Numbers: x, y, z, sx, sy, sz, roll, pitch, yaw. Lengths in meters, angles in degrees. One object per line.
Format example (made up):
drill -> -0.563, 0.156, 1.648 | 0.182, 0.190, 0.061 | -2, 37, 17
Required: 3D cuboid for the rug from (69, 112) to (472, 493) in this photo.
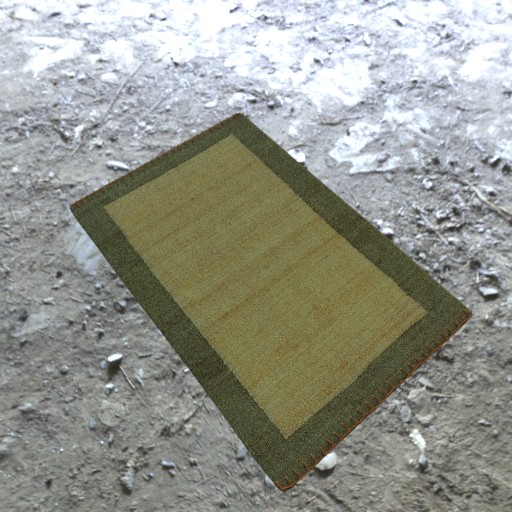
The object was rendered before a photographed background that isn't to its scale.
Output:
rug -> 0.000, 0.000, 2.284 | 1.220, 0.019, 1.838 | -35, 65, -19
